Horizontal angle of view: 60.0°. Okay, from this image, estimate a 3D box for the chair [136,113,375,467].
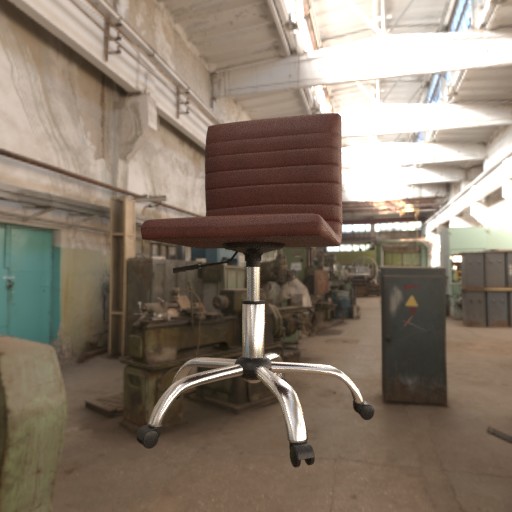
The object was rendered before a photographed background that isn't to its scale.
[{"bbox_3d":[0.000,0.000,1.093,0.556,0.780,0.530,-1,-2,17],"label":"chair"}]
